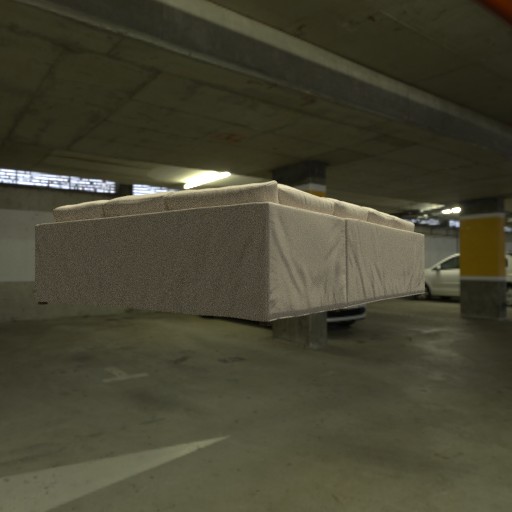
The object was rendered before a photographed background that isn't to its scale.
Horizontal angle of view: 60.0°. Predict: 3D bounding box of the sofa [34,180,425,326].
[{"bbox_3d":[0.000,0.000,4.396,2.432,0.871,3.182,-1,-2,35],"label":"sofa"}]
